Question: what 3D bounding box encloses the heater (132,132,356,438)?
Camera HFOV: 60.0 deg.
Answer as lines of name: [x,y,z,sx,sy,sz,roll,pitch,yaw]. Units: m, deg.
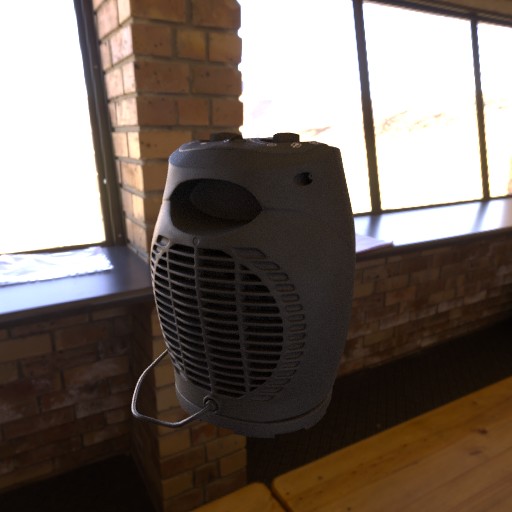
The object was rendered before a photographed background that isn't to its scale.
heater: [0.000,0.000,0.473,0.239,0.255,0.291,8,18,27]
